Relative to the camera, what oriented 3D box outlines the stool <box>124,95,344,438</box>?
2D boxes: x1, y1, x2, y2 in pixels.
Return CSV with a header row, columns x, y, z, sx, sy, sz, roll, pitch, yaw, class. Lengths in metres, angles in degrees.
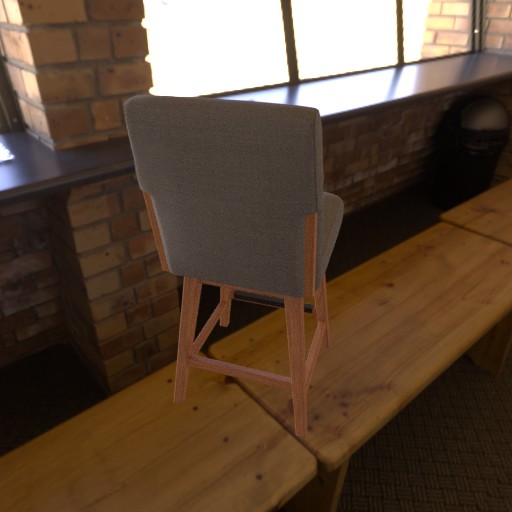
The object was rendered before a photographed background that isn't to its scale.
x,y,z,sx,sy,sz,roll,pitch,yaw,class
0.000,0.000,1.356,0.459,1.019,0.570,9,32,15,stool
